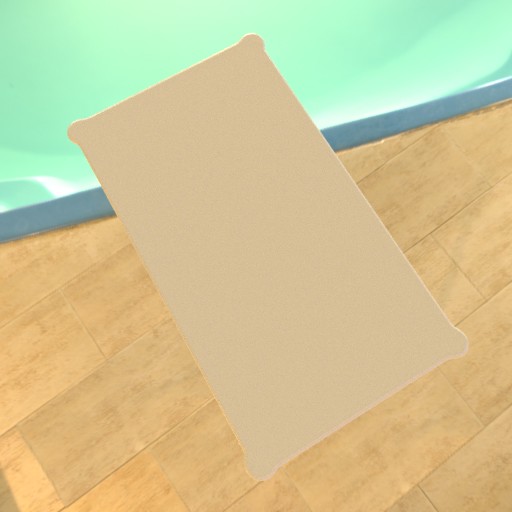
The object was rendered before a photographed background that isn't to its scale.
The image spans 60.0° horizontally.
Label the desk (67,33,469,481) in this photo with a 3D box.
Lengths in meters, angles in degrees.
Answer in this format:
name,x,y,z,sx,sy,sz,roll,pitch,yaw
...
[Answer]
name,x,y,z,sx,sy,sz,roll,pitch,yaw
desk,0.000,0.000,1.862,0.807,0.762,1.380,-30,78,-7
